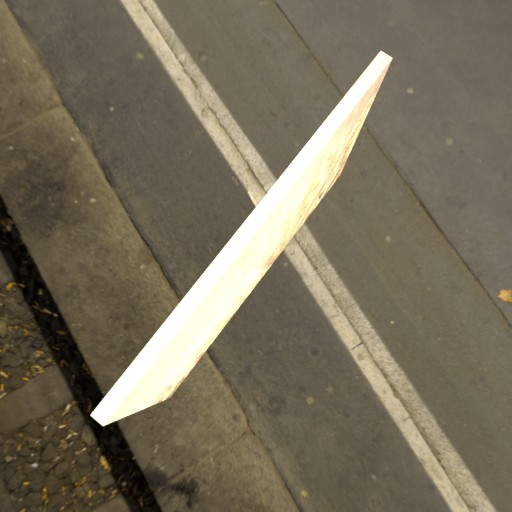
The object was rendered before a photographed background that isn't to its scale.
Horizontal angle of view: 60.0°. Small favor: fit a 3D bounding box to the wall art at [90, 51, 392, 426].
[{"bbox_3d":[0.000,0.000,1.429,0.041,0.758,1.142,36,79,8],"label":"wall art"}]
